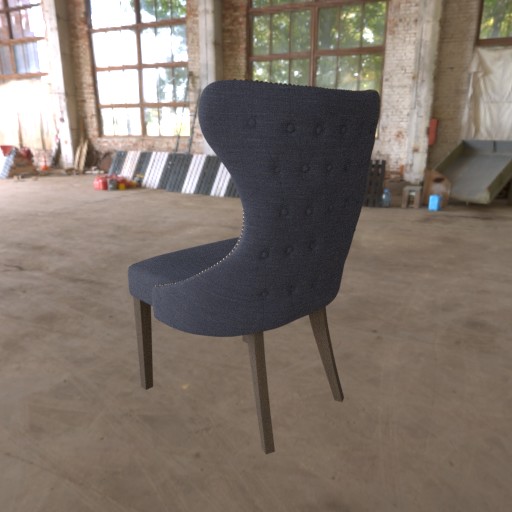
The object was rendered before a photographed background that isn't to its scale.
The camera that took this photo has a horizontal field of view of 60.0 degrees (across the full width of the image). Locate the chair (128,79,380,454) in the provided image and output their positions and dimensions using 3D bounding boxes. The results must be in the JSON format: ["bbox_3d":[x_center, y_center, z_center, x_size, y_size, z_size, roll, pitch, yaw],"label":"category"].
[{"bbox_3d":[0.000,0.000,1.369,0.628,0.967,0.635,-16,23,-43],"label":"chair"}]
